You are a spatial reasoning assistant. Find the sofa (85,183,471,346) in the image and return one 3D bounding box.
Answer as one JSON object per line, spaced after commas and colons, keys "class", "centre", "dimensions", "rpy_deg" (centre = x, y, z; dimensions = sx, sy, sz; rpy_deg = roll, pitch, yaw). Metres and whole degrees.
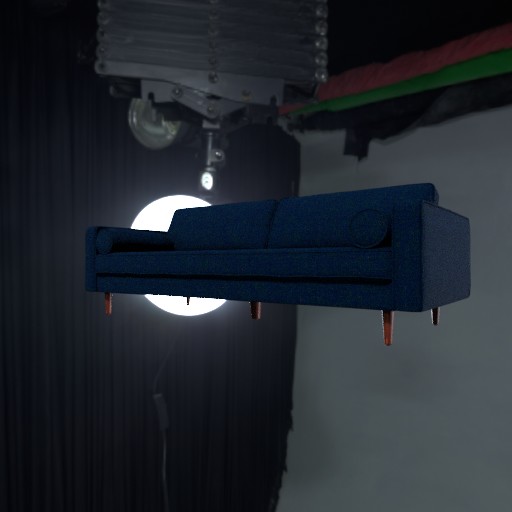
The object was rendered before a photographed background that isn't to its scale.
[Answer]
{"class": "sofa", "centre": [0.000, 0.000, 2.663], "dimensions": [2.210, 0.762, 0.914], "rpy_deg": [-1, -1, 36]}
